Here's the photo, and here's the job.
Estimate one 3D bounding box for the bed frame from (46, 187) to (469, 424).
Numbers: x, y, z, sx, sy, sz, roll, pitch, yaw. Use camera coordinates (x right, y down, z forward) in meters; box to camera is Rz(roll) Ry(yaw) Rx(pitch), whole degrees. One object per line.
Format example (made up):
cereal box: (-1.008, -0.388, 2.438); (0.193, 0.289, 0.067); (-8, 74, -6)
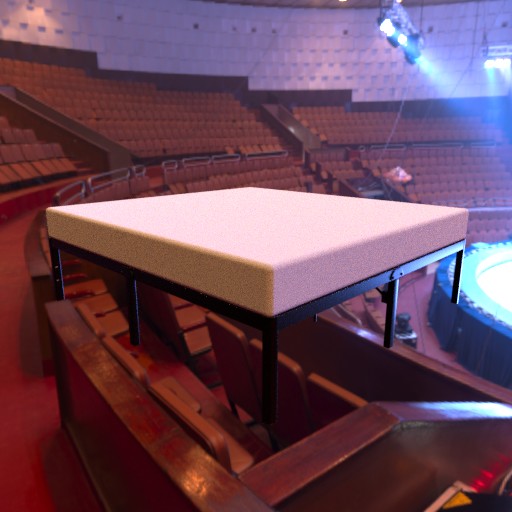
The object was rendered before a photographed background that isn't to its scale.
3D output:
bed frame: (0.000, 0.000, 3.034); (2.079, 0.659, 1.963); (14, 20, 43)
